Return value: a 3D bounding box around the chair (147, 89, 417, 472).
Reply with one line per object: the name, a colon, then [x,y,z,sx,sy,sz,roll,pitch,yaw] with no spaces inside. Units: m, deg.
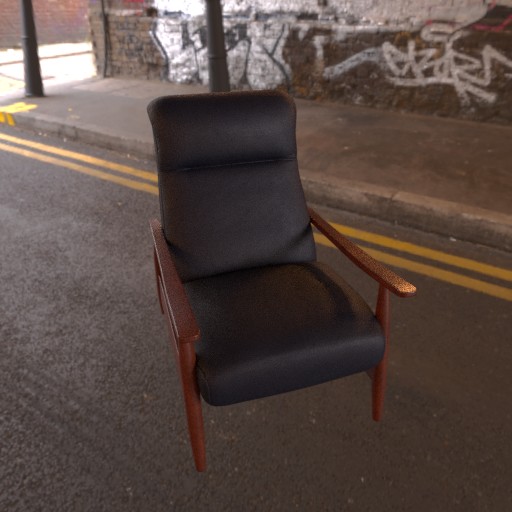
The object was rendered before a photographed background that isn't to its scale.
chair: [0.000,0.000,1.757,0.762,1.082,1.014,-9,32,-15]
